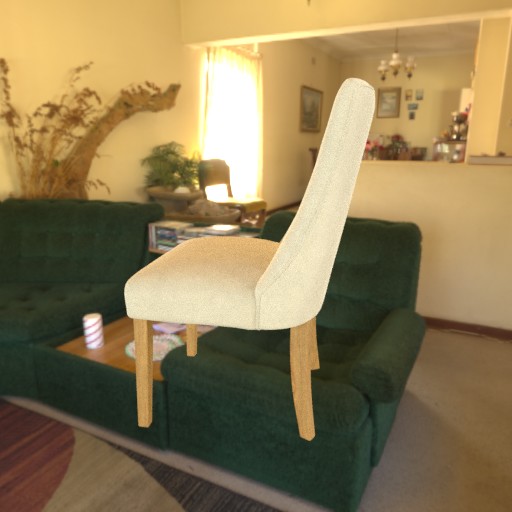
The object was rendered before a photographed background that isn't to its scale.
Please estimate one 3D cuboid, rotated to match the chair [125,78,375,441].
[{"bbox_3d":[0.000,0.000,1.283,0.610,0.902,0.495,2,15,9],"label":"chair"}]
